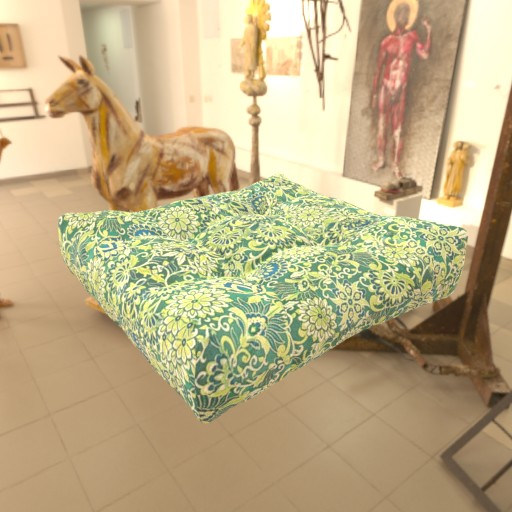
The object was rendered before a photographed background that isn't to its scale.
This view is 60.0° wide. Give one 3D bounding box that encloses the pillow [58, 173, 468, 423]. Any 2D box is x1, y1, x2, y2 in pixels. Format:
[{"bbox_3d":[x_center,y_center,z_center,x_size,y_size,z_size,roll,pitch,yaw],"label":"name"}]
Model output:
[{"bbox_3d":[0.000,0.000,0.713,0.490,0.128,0.468,-18,30,-34],"label":"pillow"}]
